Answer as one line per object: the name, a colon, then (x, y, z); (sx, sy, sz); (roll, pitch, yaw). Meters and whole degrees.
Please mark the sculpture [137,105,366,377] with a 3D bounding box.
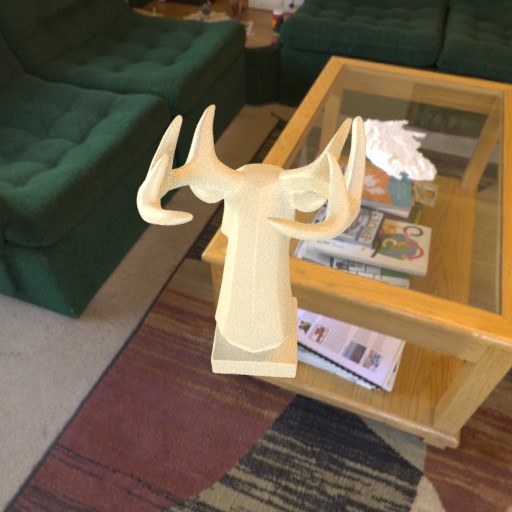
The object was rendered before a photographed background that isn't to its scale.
sculpture: (0.000, 0.000, 0.462); (0.174, 0.329, 0.224); (3, 47, 3)
